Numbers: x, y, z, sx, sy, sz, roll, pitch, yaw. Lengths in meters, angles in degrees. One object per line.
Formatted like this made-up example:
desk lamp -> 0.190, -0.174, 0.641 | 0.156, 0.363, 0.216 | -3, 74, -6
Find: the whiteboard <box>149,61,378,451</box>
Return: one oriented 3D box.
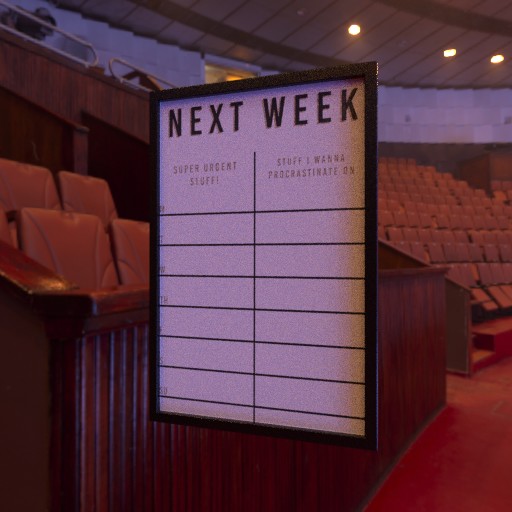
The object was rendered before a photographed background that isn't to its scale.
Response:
whiteboard -> 0.000, 0.000, 0.766 | 0.406, 0.611, 0.026 | 0, 0, 18
